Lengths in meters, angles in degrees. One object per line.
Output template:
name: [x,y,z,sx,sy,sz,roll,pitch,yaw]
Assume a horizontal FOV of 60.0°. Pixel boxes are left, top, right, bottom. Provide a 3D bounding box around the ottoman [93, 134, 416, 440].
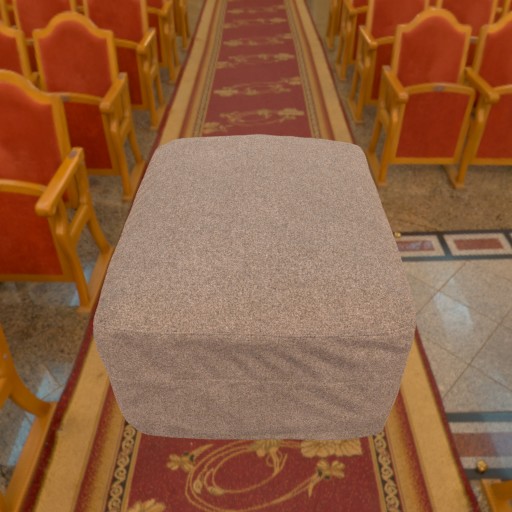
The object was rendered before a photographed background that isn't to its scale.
ottoman: [0.000,0.000,1.251,0.683,0.481,0.837,0,41,1]
